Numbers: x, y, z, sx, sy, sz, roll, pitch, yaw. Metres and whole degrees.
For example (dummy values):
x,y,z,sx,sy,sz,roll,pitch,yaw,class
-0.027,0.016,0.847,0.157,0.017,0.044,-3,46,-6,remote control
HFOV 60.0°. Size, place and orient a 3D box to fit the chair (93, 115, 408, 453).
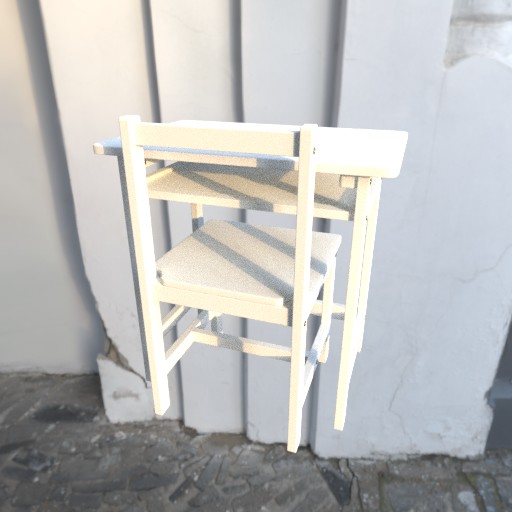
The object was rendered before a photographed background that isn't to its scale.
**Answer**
x,y,z,sx,sy,sz,roll,pitch,yaw,class
0.000,0.000,1.051,0.599,0.673,0.461,8,26,18,chair
